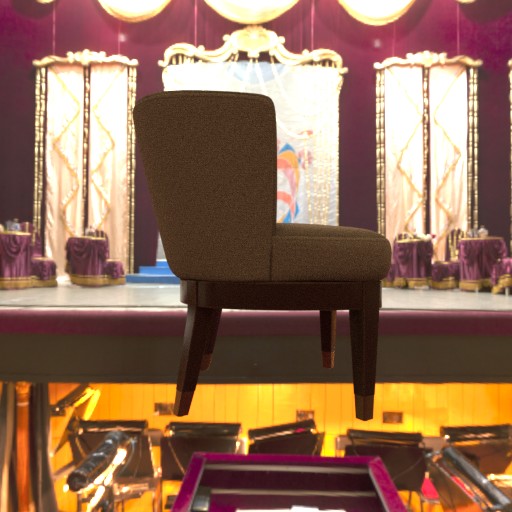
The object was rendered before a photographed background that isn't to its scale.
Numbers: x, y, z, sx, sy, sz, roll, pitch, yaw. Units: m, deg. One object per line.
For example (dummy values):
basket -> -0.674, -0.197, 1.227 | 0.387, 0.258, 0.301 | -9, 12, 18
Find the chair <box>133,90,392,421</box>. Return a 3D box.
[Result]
chair -> 0.000, 0.000, 1.270 | 0.660, 0.760, 0.700 | 0, -1, 0
